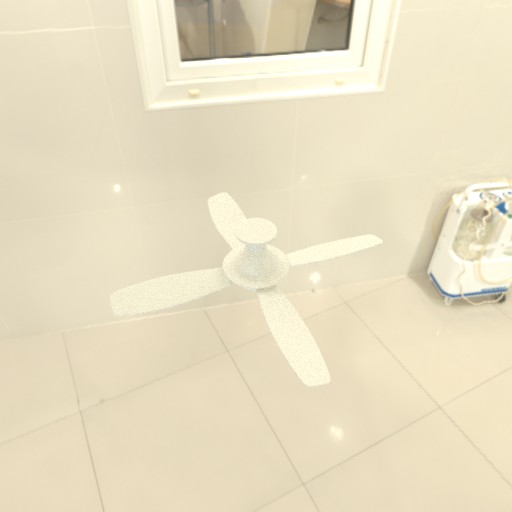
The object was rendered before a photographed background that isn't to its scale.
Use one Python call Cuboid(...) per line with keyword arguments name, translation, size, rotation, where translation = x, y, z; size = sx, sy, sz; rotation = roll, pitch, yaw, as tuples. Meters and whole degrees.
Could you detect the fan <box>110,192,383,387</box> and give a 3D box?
Cuboid(name="fan", translation=(0.000, 0.000, 2.586), size=(1.694, 0.382, 1.693), rotation=(-14, 43, -15))
